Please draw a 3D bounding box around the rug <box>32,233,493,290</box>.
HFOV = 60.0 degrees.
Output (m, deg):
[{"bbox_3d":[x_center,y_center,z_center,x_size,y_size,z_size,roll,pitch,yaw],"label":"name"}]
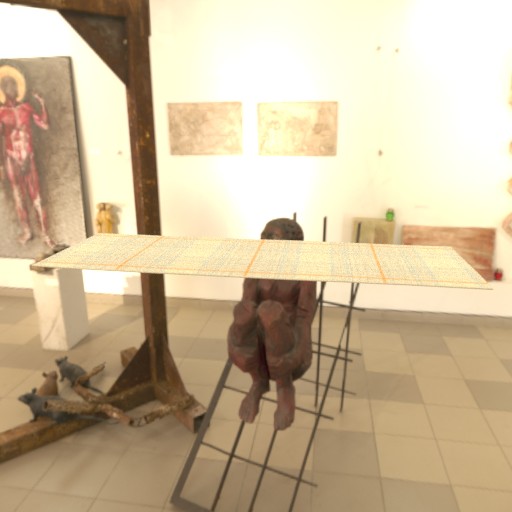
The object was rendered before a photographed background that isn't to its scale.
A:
[{"bbox_3d":[0.000,0.000,2.682,2.442,0.016,0.770,3,17,8],"label":"rug"}]
